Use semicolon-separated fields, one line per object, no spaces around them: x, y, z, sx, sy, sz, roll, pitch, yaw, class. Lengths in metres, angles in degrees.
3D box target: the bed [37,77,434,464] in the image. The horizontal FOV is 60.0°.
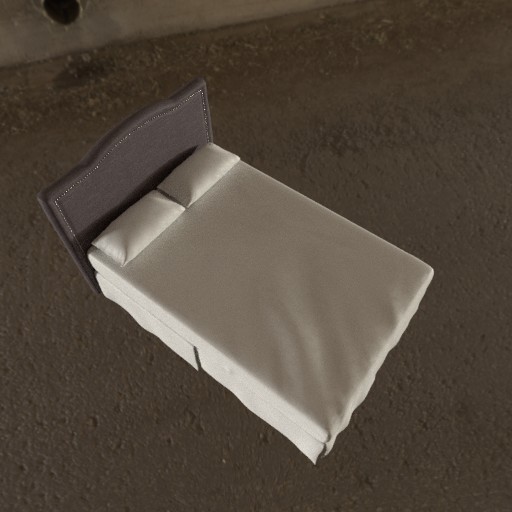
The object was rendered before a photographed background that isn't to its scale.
0.000;0.000;3.496;2.507;1.441;1.741;32;62;19;bed
